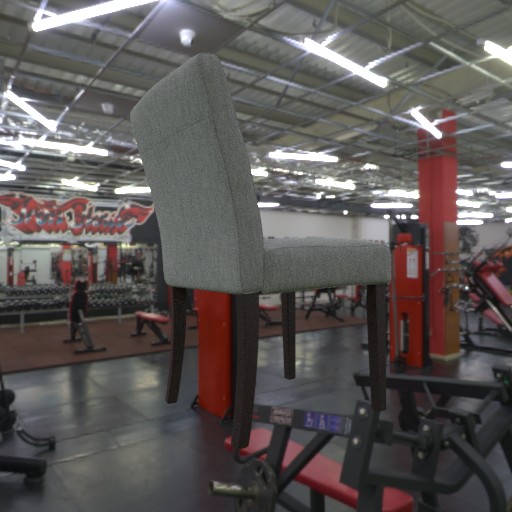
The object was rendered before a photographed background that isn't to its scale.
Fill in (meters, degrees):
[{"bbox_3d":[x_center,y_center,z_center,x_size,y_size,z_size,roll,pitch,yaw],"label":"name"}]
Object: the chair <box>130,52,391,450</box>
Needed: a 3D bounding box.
[{"bbox_3d":[0.000,0.000,1.281,0.629,0.884,0.487,0,-1,-34],"label":"chair"}]
